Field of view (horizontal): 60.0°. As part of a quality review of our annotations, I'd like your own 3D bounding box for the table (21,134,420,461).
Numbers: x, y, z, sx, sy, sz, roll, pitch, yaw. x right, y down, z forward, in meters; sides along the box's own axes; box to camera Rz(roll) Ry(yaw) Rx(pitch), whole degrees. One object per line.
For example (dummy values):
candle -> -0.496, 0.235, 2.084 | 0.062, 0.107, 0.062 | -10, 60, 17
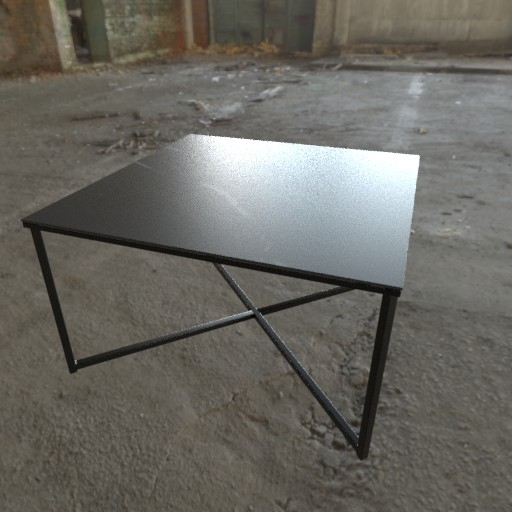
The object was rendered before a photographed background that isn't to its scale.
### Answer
table -> 0.000, 0.000, 1.282 | 0.800, 0.450, 0.800 | 10, 31, 17
